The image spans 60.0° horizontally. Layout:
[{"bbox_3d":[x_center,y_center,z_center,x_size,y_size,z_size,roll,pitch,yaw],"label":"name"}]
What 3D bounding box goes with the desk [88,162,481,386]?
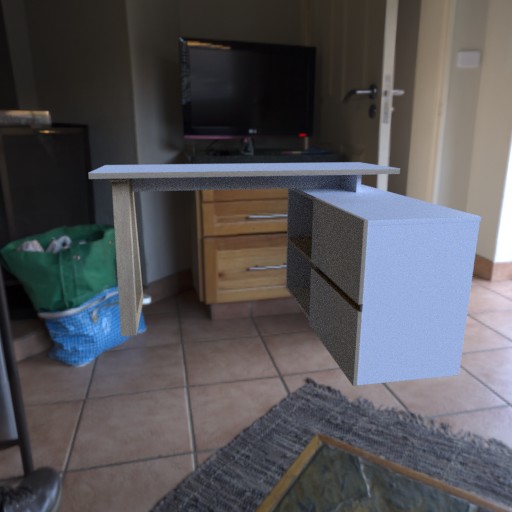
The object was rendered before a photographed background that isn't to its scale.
[{"bbox_3d":[0.000,0.000,2.013,1.404,0.755,1.098,-3,16,-10],"label":"desk"}]
